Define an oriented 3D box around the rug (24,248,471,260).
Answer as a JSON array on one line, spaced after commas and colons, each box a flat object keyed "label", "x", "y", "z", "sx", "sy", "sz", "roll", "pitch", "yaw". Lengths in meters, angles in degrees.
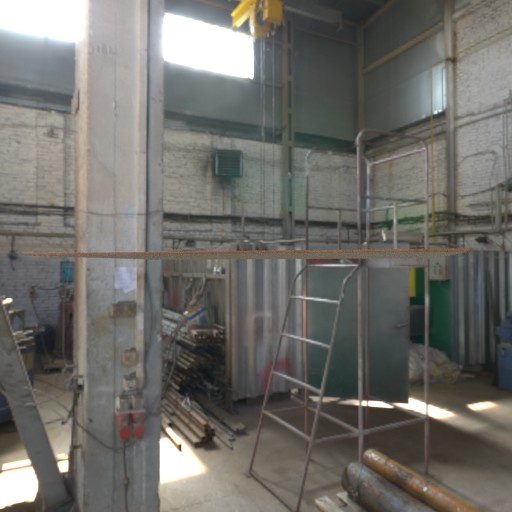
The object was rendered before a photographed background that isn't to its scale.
[{"label": "rug", "x": 0.000, "y": 0.000, "z": 3.022, "sx": 2.438, "sy": 0.014, "sz": 1.524, "roll": 0, "pitch": -2, "yaw": 17}]
